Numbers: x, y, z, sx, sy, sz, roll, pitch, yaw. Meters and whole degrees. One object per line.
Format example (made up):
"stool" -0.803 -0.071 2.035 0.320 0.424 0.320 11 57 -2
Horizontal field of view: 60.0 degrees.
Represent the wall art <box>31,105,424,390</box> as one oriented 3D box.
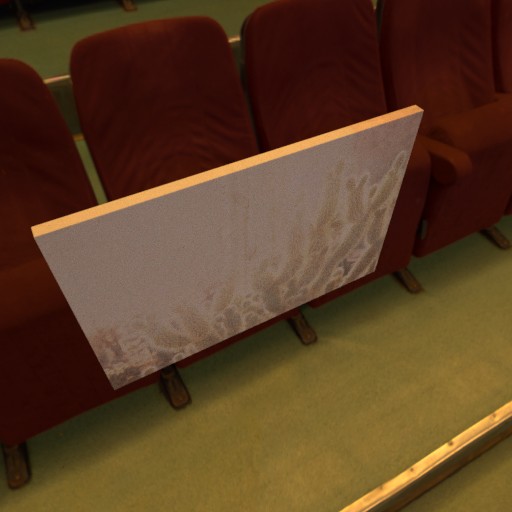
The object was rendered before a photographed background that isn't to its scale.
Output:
"wall art" 0.000 0.000 1.458 1.142 0.758 0.041 -22 51 -19
